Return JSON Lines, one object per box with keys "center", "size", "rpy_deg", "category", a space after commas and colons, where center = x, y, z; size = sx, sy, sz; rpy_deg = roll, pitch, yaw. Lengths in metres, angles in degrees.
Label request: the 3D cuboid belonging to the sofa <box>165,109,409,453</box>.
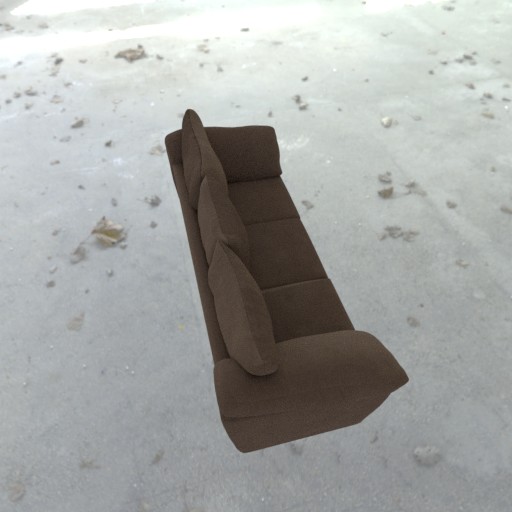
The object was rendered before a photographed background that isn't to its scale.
{"center": [0.000, 0.000, 2.899], "size": [0.878, 1.015, 2.336], "rpy_deg": [-11, 48, -10], "category": "sofa"}
